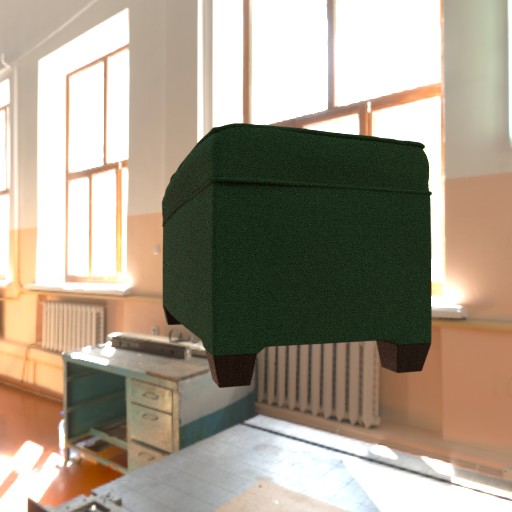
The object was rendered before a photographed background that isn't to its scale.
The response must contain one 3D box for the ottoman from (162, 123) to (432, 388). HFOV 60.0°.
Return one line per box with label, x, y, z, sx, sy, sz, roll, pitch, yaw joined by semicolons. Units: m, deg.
ottoman;0.000;0.000;1.243;0.483;0.471;0.957;0;-1;-17
